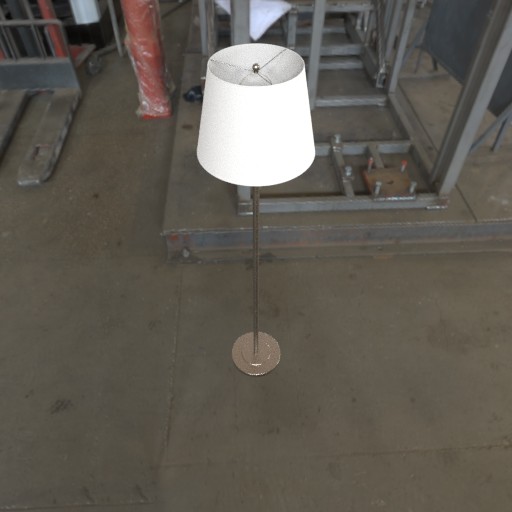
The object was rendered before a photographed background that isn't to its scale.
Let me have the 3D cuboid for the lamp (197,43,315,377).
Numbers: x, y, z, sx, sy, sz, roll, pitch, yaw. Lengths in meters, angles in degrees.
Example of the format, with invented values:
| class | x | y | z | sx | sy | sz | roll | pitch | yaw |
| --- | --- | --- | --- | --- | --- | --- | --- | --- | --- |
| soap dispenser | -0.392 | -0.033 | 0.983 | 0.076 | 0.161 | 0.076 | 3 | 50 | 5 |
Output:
| class | x | y | z | sx | sy | sz | roll | pitch | yaw |
| --- | --- | --- | --- | --- | --- | --- | --- | --- | --- |
| lamp | 0.000 | 0.000 | 1.690 | 0.355 | 1.473 | 0.355 | 0 | 47 | 0 |
